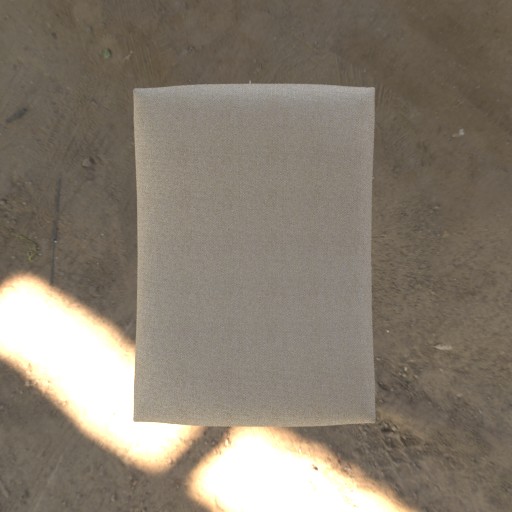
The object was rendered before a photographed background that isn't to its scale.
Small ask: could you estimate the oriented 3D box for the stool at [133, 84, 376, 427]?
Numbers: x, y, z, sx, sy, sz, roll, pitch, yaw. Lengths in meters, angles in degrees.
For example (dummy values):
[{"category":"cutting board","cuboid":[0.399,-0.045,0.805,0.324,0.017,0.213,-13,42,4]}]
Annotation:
[{"category":"stool","cuboid":[0.000,0.000,0.938,0.375,0.632,0.509,0,90,1]}]
